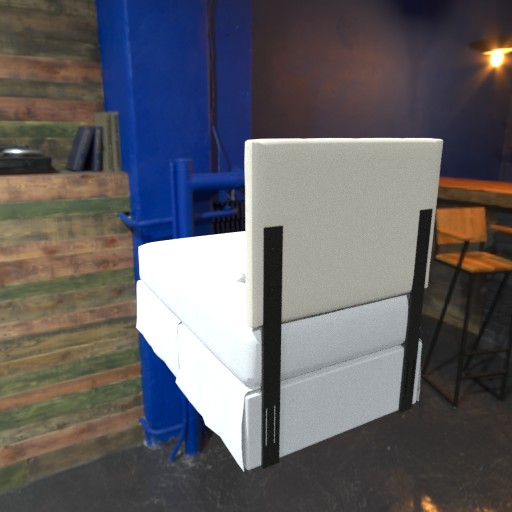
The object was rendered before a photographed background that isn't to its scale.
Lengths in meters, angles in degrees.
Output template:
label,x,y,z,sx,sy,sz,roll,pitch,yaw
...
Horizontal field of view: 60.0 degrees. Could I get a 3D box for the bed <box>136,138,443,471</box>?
label,x,y,z,sx,sy,sz,roll,pitch,yaw
bed,0.000,0.000,3.047,1.261,1.571,1.997,-8,17,-28
